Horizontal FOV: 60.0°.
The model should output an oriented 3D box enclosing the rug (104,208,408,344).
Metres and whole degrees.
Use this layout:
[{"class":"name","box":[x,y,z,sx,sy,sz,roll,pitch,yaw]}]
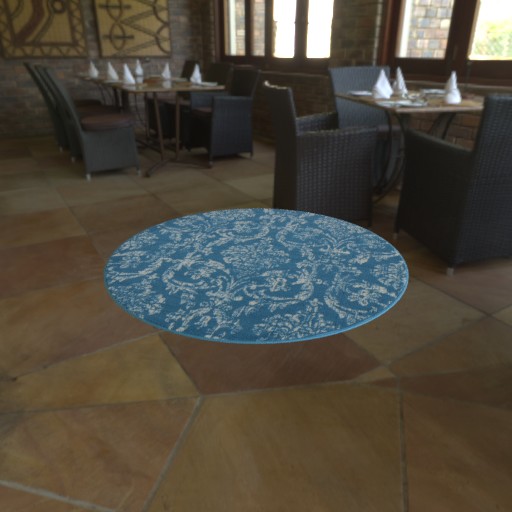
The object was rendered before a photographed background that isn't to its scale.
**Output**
[{"class":"rug","box":[0.000,0.000,2.425,1.593,0.012,1.593,0,25,0]}]
